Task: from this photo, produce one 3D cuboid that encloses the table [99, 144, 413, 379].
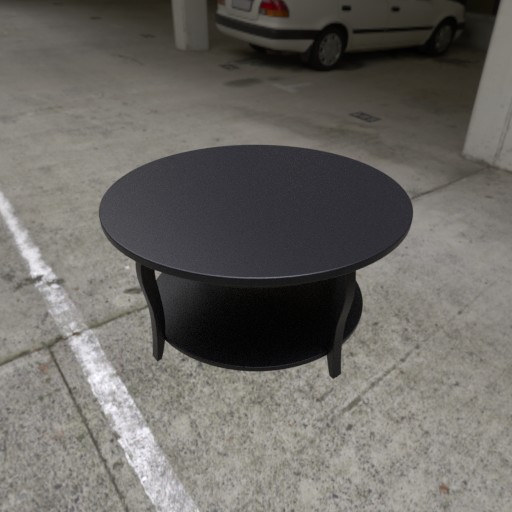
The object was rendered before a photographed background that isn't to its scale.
[{"bbox_3d":[0.000,0.000,1.465,0.914,0.457,0.914,0,32,0],"label":"table"}]
